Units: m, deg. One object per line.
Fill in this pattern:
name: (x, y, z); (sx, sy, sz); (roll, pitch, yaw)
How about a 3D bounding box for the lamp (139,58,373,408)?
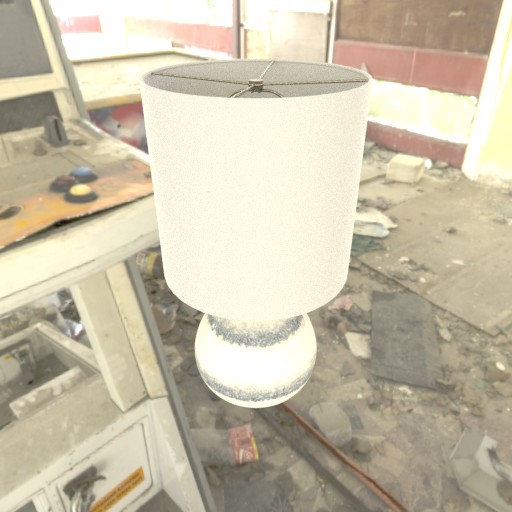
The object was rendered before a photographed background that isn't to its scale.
lamp: (0.000, 0.000, 0.526); (0.216, 0.404, 0.216); (-10, 33, -16)
